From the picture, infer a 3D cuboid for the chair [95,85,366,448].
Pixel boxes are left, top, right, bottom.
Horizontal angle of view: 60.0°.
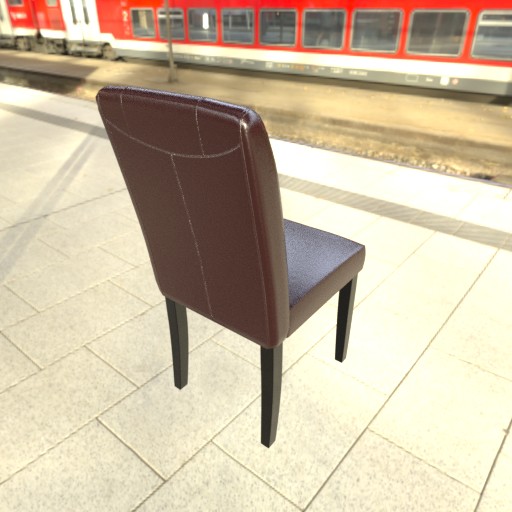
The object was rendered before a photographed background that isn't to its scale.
[{"bbox_3d":[0.000,0.000,1.179,0.399,0.897,0.556,21,36,32],"label":"chair"}]
